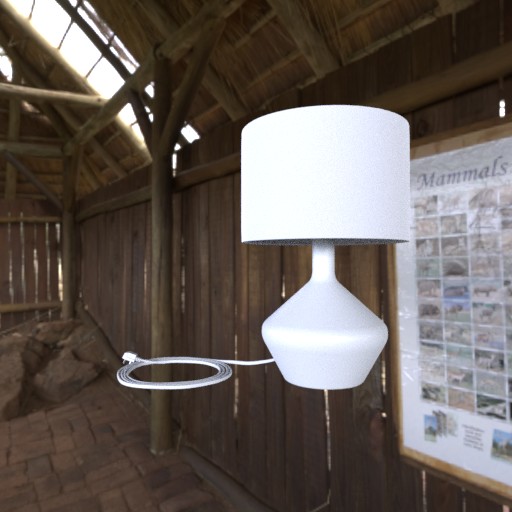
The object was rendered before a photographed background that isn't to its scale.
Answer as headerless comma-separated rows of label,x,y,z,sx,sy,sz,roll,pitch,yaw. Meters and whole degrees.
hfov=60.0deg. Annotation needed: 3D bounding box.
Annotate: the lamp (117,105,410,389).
lamp,0.000,0.000,0.858,0.546,0.457,0.401,-1,-1,36
